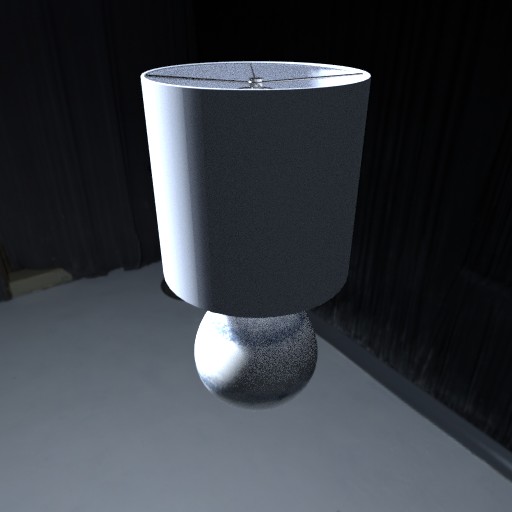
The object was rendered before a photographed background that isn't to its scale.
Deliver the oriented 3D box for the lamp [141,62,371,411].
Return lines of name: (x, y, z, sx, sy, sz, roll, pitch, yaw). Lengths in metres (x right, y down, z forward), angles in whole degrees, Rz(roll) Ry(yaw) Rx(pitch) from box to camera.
lamp: (0.000, 0.000, 0.525, 0.216, 0.404, 0.216, -18, 33, -29)
